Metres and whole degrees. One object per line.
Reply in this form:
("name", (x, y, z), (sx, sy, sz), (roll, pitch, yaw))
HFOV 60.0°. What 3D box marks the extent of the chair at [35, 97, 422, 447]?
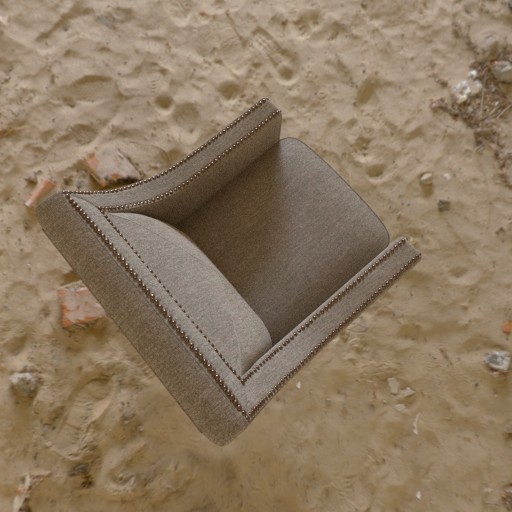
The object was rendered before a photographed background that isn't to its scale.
("chair", (0.000, 0.000, 1.588), (0.884, 0.967, 0.776), (-40, 79, -9))
